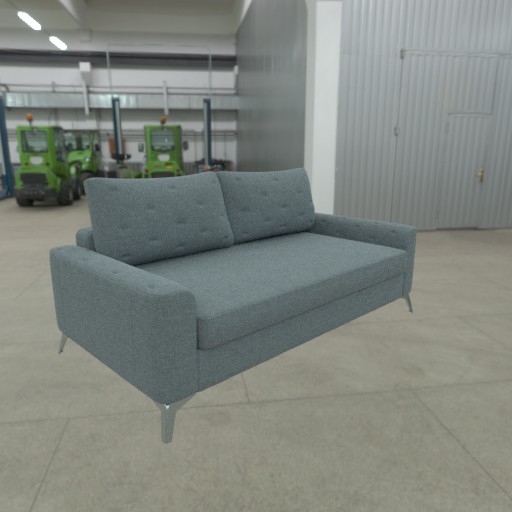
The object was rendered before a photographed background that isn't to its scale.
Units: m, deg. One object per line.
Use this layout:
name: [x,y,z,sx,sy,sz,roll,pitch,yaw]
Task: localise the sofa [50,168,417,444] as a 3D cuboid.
sofa: [0.000,0.000,2.155,1.650,0.790,0.920,-13,19,-43]
